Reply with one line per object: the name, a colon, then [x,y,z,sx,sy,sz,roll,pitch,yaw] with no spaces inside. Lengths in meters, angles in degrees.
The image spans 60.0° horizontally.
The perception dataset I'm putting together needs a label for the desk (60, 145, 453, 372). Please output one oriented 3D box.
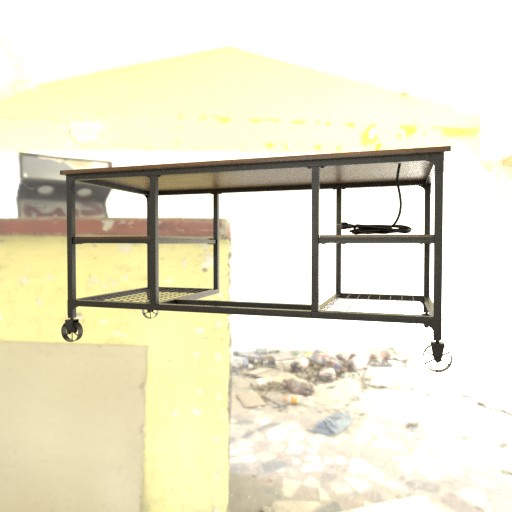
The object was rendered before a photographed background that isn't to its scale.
desk: [0.000,0.000,2.028,1.590,0.751,0.711,0,2,18]
